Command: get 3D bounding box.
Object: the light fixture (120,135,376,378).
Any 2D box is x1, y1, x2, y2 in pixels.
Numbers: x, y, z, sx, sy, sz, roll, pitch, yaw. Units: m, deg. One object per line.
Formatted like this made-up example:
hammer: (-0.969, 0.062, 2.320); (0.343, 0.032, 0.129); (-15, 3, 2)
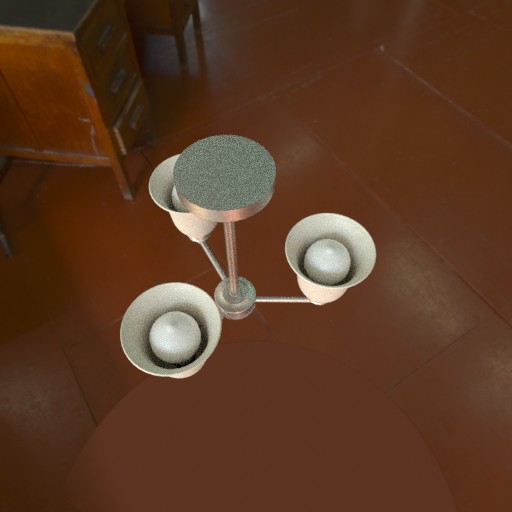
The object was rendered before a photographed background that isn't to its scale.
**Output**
light fixture: (0.000, 0.000, 0.674); (0.354, 0.370, 0.388); (1, 57, 1)
